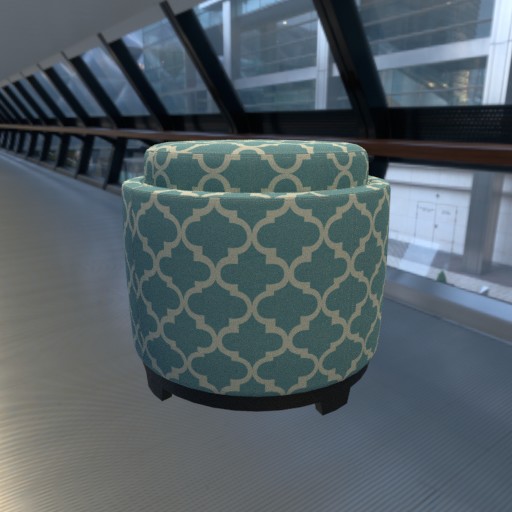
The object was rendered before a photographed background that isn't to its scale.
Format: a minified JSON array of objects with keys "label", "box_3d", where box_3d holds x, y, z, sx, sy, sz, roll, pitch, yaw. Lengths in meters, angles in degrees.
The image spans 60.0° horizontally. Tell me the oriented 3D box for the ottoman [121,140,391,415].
[{"label":"ottoman","box_3d":[0.000,0.000,0.847,0.480,0.429,0.480,0,15,0]}]
